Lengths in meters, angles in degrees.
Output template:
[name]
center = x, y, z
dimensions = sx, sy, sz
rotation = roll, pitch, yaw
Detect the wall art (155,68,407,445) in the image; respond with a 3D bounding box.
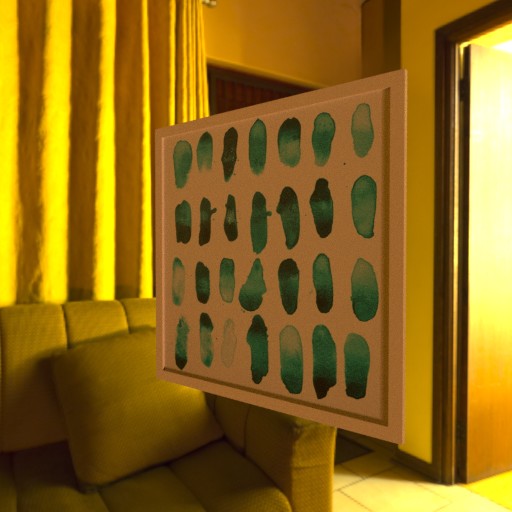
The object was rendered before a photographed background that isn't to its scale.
[wall art]
center = 0.000, 0.000, 0.679
dimensions = 0.456, 0.457, 0.009
rotation = 1, 1, 37
